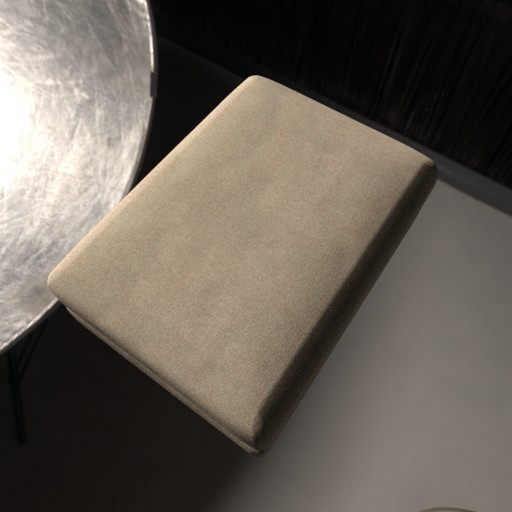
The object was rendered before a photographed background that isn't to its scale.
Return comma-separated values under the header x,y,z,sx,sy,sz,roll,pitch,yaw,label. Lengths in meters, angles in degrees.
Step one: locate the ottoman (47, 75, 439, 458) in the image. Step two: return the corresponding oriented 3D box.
x,y,z,sx,sy,sz,roll,pitch,yaw,label
0.000,0.000,1.214,0.610,0.478,0.823,32,67,15,ottoman
